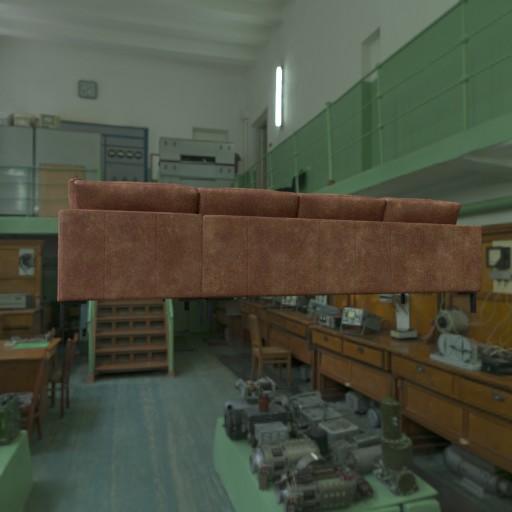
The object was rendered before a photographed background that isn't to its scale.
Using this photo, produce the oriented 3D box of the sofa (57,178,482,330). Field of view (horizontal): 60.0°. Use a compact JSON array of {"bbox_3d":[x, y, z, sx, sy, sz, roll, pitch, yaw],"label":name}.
[{"bbox_3d":[0.000,0.000,3.789,2.984,0.877,1.938,0,-2,-18],"label":"sofa"}]
